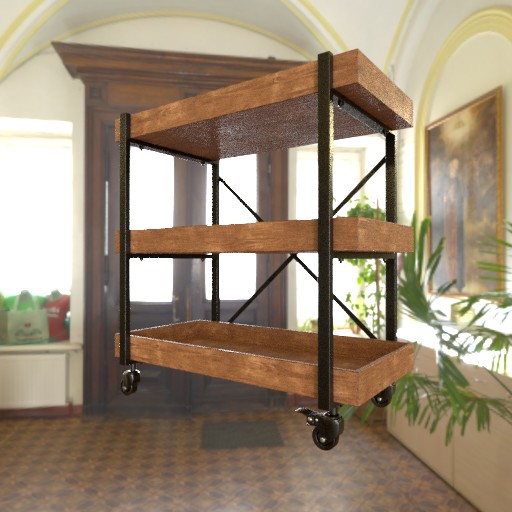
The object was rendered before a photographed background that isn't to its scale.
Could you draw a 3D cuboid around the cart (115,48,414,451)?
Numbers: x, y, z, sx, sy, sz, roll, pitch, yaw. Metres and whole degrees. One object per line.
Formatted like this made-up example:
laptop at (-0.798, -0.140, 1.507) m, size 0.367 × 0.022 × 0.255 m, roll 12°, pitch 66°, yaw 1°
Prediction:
cart at (0.000, 0.000, 1.221) m, size 0.750 × 0.800 × 0.411 m, roll 0°, pitch 0°, yaw 36°
